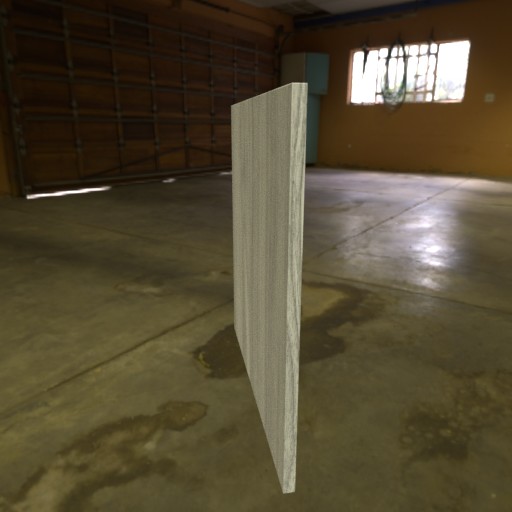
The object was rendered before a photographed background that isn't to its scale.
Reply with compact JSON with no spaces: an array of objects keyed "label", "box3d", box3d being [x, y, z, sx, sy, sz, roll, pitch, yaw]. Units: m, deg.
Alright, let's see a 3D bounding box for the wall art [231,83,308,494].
[{"label":"wall art","box3d":[0.000,0.000,0.755,0.016,0.507,0.508,-3,17,-10]}]
